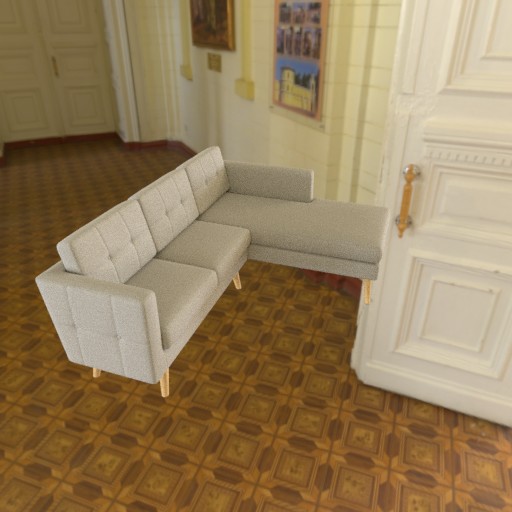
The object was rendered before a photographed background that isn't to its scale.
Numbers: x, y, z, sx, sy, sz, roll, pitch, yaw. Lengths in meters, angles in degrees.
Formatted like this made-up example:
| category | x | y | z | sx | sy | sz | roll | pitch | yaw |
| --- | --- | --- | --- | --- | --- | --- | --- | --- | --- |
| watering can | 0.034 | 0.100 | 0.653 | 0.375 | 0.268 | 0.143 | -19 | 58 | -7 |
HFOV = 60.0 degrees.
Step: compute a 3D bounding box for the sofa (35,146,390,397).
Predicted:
| category | x | y | z | sx | sy | sz | roll | pitch | yaw |
| --- | --- | --- | --- | --- | --- | --- | --- | --- | --- |
| sofa | 0.000 | 0.000 | 2.841 | 1.530 | 0.860 | 2.040 | 10 | 31 | 17 |
